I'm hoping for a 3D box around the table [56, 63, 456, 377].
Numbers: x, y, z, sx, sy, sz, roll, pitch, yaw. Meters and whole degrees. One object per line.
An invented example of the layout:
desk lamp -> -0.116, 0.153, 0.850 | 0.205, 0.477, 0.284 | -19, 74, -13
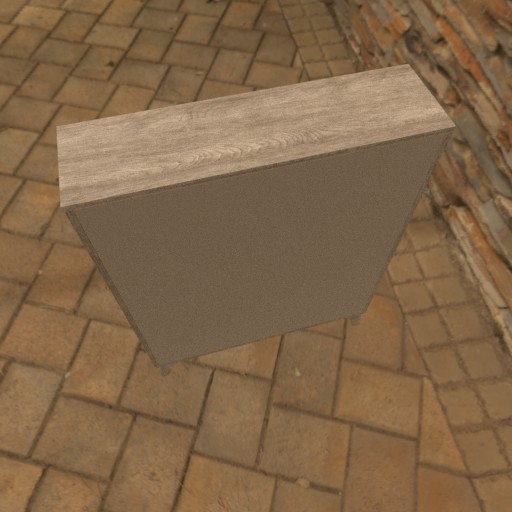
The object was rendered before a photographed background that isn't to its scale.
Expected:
table -> 0.000, 0.000, 1.518 | 0.902, 1.135, 0.256 | -13, 58, -8
